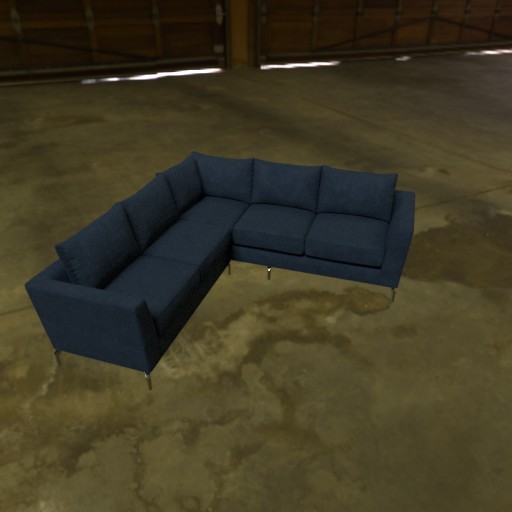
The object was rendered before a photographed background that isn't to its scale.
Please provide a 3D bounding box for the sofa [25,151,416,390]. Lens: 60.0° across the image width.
[{"bbox_3d":[0.000,0.000,3.755,2.463,0.988,2.472,9,32,15],"label":"sofa"}]
